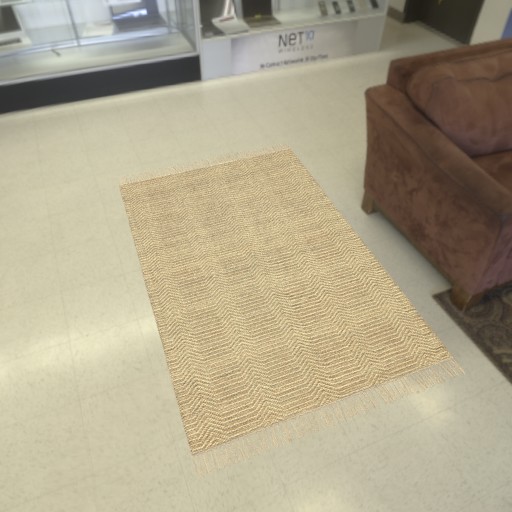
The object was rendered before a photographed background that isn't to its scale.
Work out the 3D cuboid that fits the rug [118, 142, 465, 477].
[{"bbox_3d":[0.000,0.000,3.058,1.528,0.034,2.523,-15,48,-14],"label":"rug"}]
